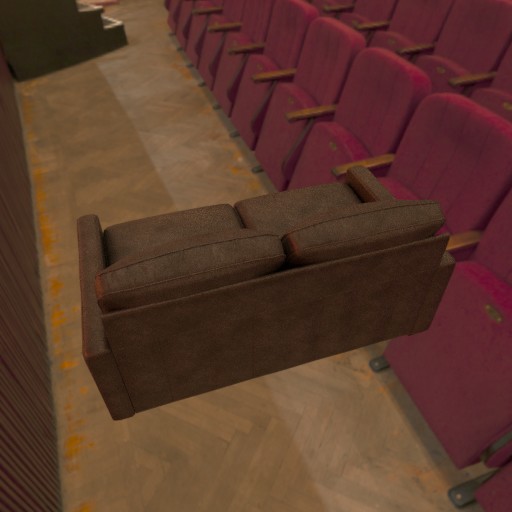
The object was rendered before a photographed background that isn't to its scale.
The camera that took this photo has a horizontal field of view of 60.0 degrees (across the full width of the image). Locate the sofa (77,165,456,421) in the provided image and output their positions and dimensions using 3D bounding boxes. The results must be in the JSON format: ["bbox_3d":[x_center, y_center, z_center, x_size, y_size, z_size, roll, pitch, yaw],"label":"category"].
[{"bbox_3d":[0.000,0.000,2.302,1.732,0.916,0.939,-13,44,-13],"label":"sofa"}]
